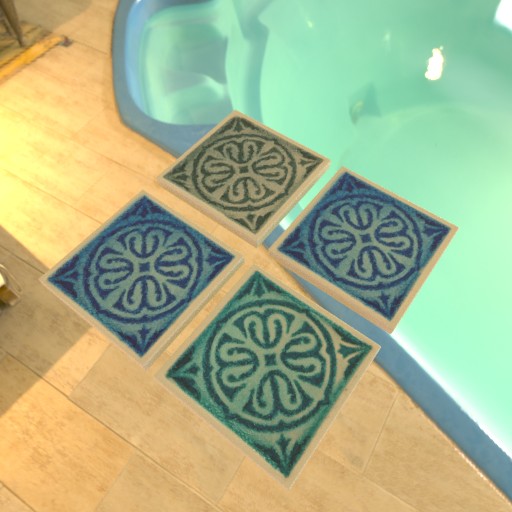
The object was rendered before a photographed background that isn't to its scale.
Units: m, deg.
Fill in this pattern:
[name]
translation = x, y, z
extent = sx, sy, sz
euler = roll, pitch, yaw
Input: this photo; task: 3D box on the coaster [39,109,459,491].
[coaster]
translation = 0.000, 0.000, 0.322
extent = 0.214, 0.010, 0.219
euler = 33, 64, 19
